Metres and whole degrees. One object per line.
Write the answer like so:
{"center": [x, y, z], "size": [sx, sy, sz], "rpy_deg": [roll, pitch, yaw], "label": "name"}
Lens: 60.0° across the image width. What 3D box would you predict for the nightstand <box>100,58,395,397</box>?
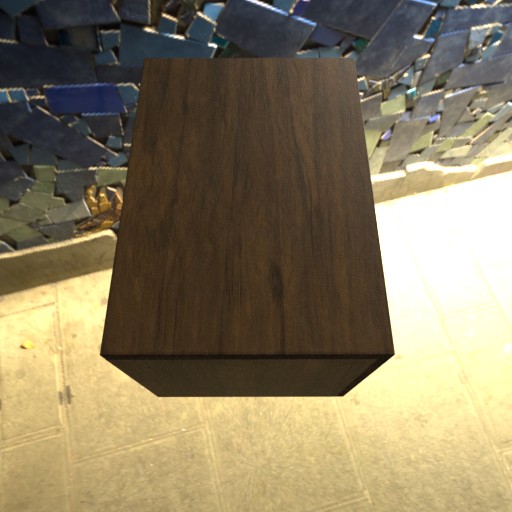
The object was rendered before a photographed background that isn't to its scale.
{"center": [0.000, 0.000, 1.053], "size": [0.458, 0.610, 0.610], "rpy_deg": [0, 65, 0], "label": "nightstand"}
